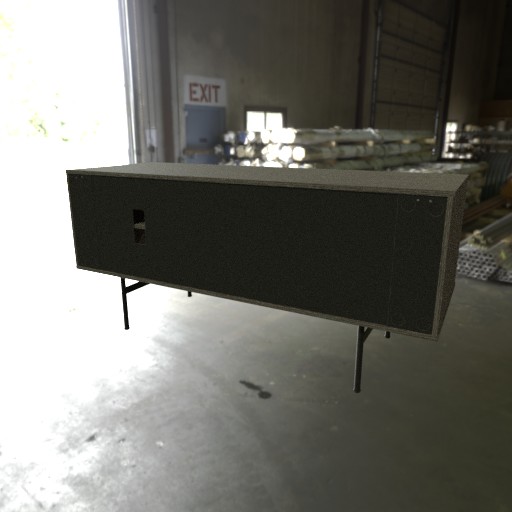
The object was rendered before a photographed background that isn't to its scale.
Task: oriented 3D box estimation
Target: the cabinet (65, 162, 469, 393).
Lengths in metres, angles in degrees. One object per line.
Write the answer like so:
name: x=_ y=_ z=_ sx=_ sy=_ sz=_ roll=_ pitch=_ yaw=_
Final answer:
cabinet: x=0.000 y=0.000 z=1.598 sx=1.300 sy=0.599 sz=0.500 roll=8 pitch=18 yaw=27
